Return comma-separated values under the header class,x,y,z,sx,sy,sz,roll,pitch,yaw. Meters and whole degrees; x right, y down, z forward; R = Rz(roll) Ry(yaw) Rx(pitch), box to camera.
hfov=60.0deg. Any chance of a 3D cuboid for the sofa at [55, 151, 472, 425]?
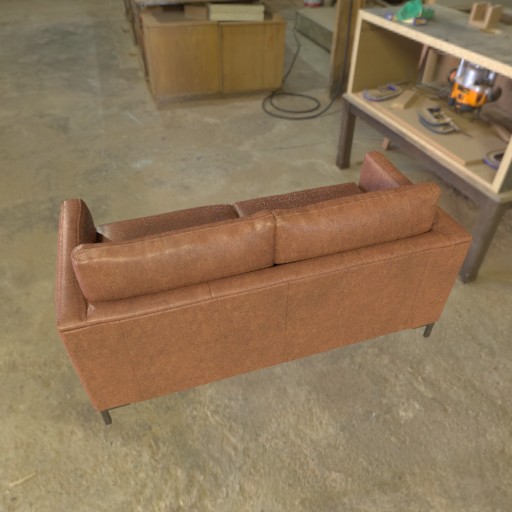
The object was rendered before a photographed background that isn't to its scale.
class,x,y,z,sx,sy,sz,roll,pitch,yaw
sofa,0.000,0.000,2.232,1.797,0.883,0.899,-12,42,-13
